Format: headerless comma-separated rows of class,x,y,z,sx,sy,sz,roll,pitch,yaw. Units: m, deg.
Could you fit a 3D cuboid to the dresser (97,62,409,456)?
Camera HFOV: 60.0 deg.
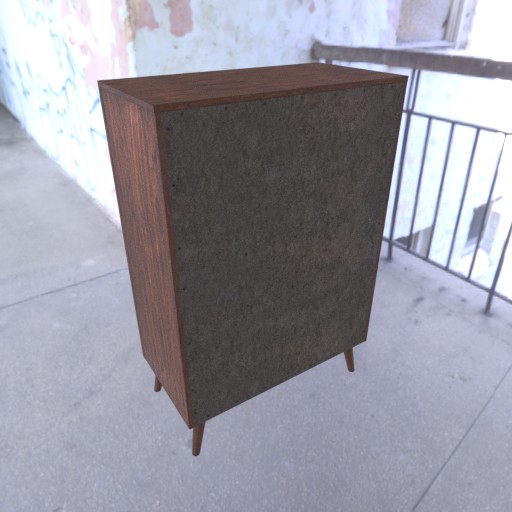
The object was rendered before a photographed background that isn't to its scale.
dresser,0.000,0.000,1.811,0.919,1.365,0.498,-18,34,-28
